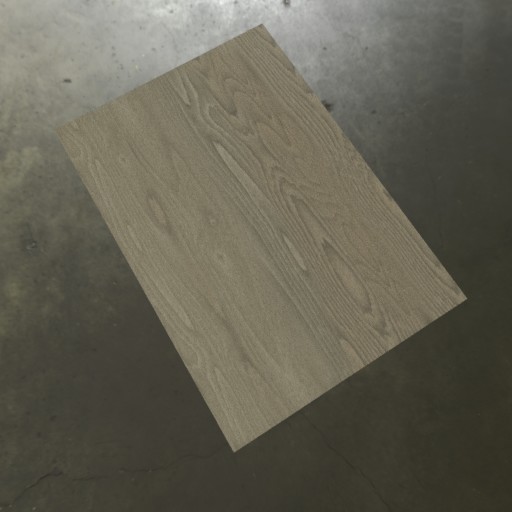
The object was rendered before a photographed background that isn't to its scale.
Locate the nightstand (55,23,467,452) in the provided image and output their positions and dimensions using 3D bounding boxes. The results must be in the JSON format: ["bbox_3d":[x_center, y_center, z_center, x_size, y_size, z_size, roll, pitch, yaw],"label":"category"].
[{"bbox_3d":[0.000,0.000,0.755,0.325,0.461,0.442,-31,77,-8],"label":"nightstand"}]
